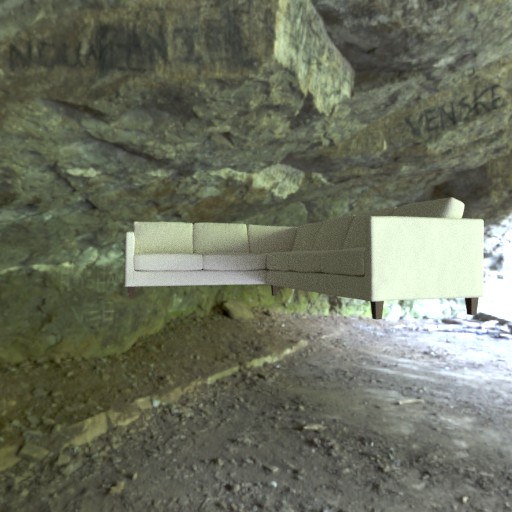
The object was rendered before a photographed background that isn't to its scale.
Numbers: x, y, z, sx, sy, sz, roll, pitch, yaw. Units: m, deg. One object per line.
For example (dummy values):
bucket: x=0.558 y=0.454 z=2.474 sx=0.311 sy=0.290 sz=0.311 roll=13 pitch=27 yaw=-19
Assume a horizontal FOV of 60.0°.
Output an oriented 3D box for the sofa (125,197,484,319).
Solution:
sofa: x=0.000 y=0.000 z=4.300 sx=2.432 sy=0.863 sz=3.182 roll=0 pitch=-1 yaw=-17
